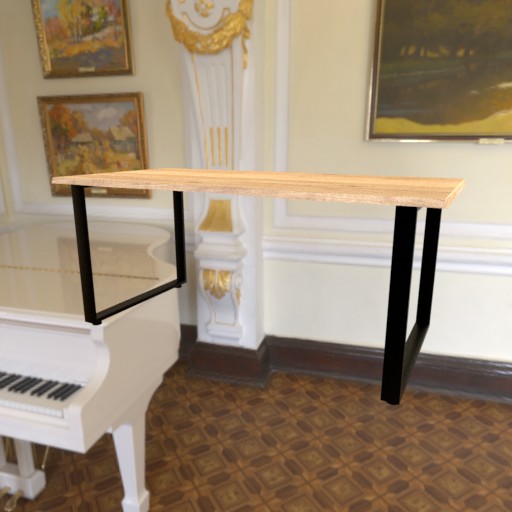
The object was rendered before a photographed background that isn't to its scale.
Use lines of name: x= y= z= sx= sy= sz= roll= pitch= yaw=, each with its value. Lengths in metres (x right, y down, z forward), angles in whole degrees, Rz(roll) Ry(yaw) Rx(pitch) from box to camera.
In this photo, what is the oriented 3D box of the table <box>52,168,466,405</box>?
table: x=0.000 y=0.000 z=2.240 sx=1.800 sy=0.780 sz=0.900 roll=8 pitch=17 yaw=27
